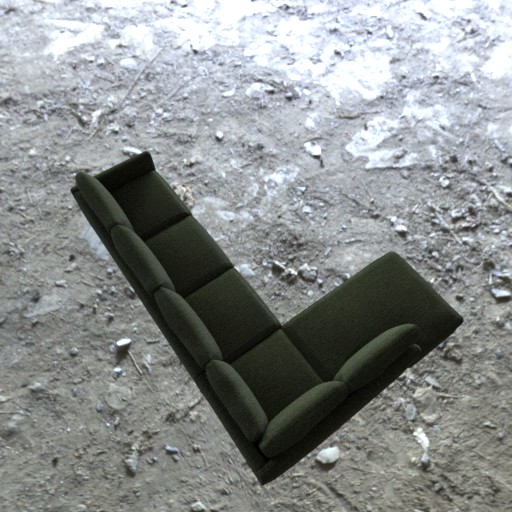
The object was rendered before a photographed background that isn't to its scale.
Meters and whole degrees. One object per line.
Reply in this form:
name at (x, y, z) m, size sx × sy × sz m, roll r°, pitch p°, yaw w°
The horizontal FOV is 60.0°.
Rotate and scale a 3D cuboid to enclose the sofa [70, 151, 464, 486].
sofa at (0.000, 0.000, 3.817) m, size 2.007 × 0.815 × 2.949 m, roll -32°, pitch 65°, yaw -17°
